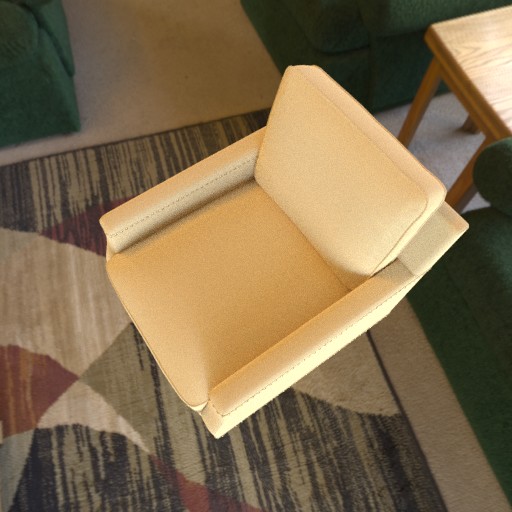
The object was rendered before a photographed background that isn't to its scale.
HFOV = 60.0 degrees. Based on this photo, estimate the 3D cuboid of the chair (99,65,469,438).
[{"bbox_3d":[0.000,0.000,1.666,1.014,0.943,0.853,-32,68,-14],"label":"chair"}]
